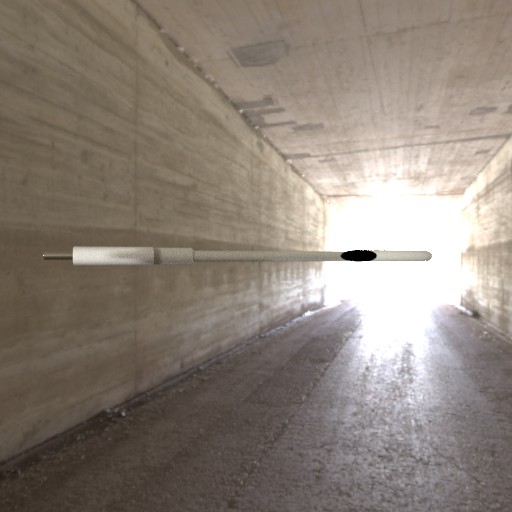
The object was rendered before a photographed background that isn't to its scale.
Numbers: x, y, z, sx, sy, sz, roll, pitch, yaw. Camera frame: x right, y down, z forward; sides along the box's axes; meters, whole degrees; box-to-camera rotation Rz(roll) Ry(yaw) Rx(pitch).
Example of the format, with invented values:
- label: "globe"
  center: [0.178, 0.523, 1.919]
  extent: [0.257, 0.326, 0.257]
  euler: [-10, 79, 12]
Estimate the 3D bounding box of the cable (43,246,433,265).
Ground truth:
- label: "cable"
  center: [0.000, 0.000, 0.110]
  extent: [0.098, 0.005, 0.041]
  euler: [0, 0, -18]
